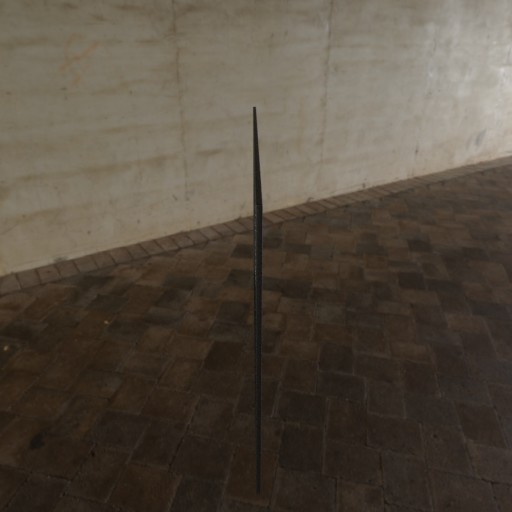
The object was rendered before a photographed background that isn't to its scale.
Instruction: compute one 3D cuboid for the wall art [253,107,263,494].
[{"bbox_3d":[0.000,0.000,1.522,0.013,0.811,1.192,0,27,-1],"label":"wall art"}]
